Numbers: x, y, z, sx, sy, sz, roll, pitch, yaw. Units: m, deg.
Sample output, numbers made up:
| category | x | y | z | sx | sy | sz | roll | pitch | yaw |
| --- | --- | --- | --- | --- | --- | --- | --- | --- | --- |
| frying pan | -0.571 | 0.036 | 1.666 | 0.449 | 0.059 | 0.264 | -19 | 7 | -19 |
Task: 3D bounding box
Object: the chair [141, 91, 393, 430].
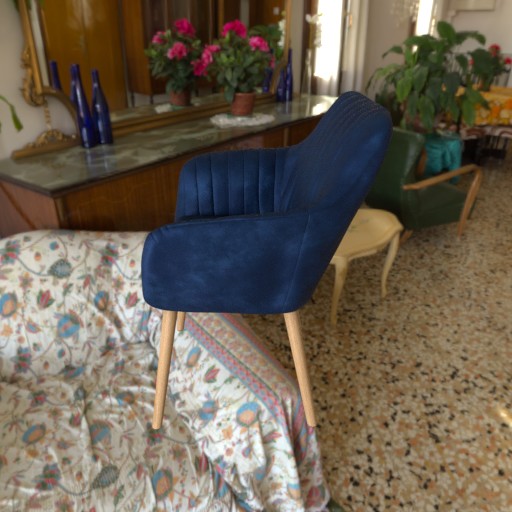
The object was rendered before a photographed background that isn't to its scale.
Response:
| category | x | y | z | sx | sy | sz | roll | pitch | yaw |
| --- | --- | --- | --- | --- | --- | --- | --- | --- | --- |
| chair | 0.000 | 0.000 | 1.229 | 0.573 | 0.826 | 0.578 | 0 | 27 | 0 |
